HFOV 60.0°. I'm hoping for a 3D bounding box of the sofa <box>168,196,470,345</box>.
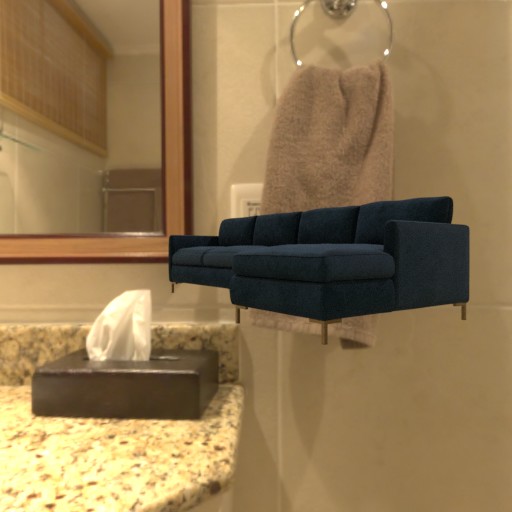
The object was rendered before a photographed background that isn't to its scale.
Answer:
[{"bbox_3d":[0.000,0.000,3.625,1.350,0.810,2.932,0,1,-36],"label":"sofa"}]
